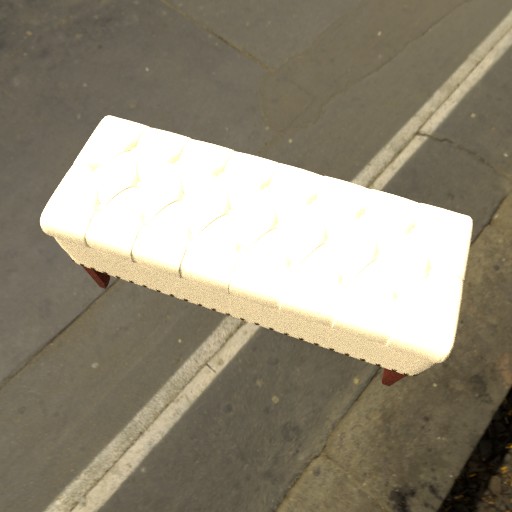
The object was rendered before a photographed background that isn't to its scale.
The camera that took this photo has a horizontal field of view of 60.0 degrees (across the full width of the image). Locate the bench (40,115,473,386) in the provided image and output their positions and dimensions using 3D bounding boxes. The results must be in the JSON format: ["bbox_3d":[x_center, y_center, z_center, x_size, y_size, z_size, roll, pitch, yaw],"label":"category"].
[{"bbox_3d":[0.000,0.000,1.316,1.054,0.470,0.400,17,66,8],"label":"bench"}]
